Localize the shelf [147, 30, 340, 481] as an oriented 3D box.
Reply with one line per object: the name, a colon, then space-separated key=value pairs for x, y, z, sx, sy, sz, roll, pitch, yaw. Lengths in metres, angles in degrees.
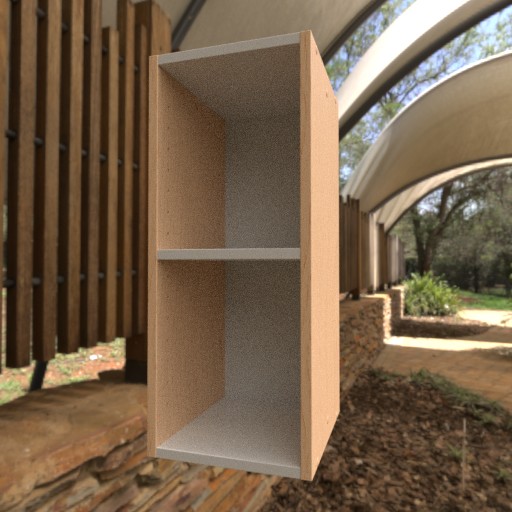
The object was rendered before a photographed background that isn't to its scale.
shelf: x=0.000 y=0.000 z=0.764 sx=0.250 sy=0.600 sz=0.290 roll=0 pitch=-1 yaw=18
